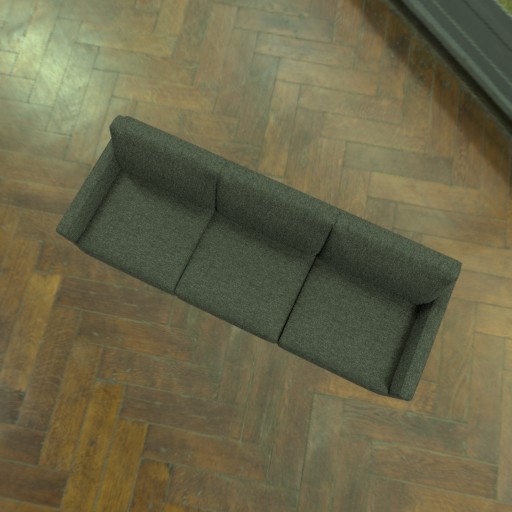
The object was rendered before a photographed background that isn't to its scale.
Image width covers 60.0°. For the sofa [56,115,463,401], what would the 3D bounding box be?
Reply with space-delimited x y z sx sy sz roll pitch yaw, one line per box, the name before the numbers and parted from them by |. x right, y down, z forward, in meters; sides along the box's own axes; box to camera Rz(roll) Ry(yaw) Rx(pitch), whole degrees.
sofa | 0.000 0.000 2.736 2.253 0.879 0.876 25 77 6
